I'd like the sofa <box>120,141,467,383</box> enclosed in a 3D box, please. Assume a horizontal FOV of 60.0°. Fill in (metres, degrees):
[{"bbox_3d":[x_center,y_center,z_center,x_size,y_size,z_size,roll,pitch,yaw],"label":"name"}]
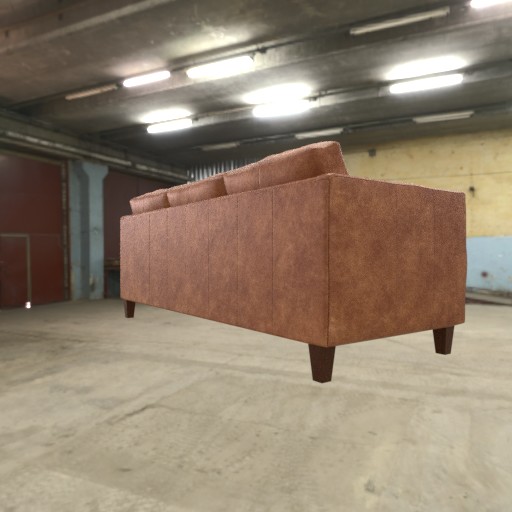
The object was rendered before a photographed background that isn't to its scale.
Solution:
[{"bbox_3d":[0.000,0.000,2.979,1.045,1.006,2.464,0,0,-35],"label":"sofa"}]
